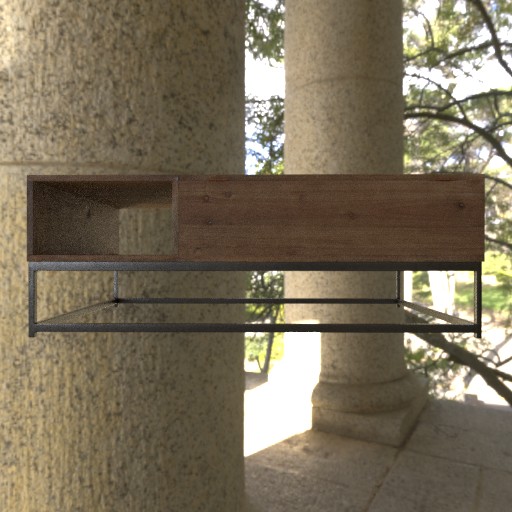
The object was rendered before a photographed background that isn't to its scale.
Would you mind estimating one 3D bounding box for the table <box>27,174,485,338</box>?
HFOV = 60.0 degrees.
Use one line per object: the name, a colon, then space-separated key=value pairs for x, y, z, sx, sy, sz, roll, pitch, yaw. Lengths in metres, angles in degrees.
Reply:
table: x=0.000 y=0.000 z=1.387 sx=1.101 sy=0.395 sz=0.655 roll=0 pitch=0 yaw=1
